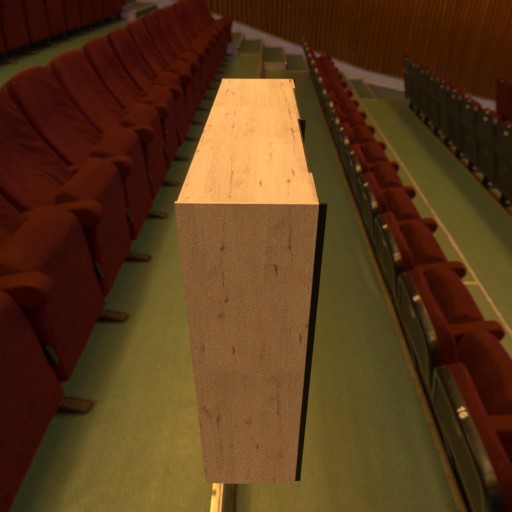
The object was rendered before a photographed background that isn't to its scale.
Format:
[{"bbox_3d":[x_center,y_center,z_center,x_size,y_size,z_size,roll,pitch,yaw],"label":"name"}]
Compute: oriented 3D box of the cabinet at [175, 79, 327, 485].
[{"bbox_3d":[0.000,0.000,3.552,0.660,2.180,2.500,1,33,1],"label":"cabinet"}]
